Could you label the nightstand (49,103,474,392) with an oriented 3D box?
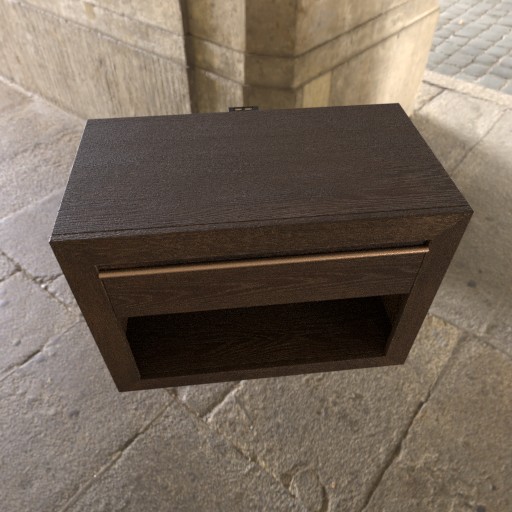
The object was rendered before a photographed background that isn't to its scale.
[{"bbox_3d":[0.000,0.000,1.173,0.775,0.612,0.457,-4,46,-4],"label":"nightstand"}]
